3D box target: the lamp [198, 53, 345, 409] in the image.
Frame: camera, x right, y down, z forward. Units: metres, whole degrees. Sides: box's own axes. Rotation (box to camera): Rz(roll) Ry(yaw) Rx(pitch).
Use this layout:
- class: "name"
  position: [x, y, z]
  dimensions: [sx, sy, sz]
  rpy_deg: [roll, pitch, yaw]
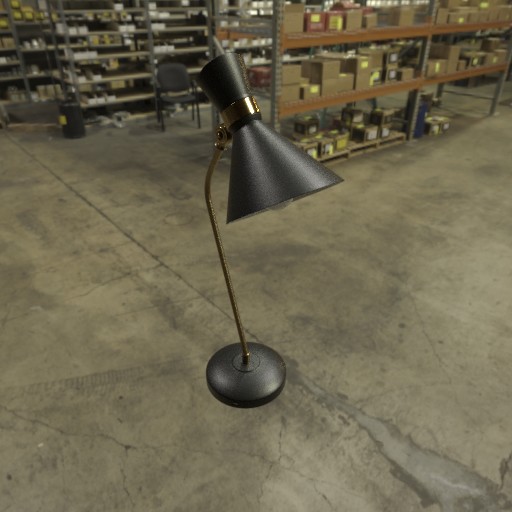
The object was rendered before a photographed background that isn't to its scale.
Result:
- class: "lamp"
  position: [0.000, 0.000, 0.781]
  dimensions: [0.189, 0.647, 0.292]
  rpy_deg: [-24, 38, -34]
